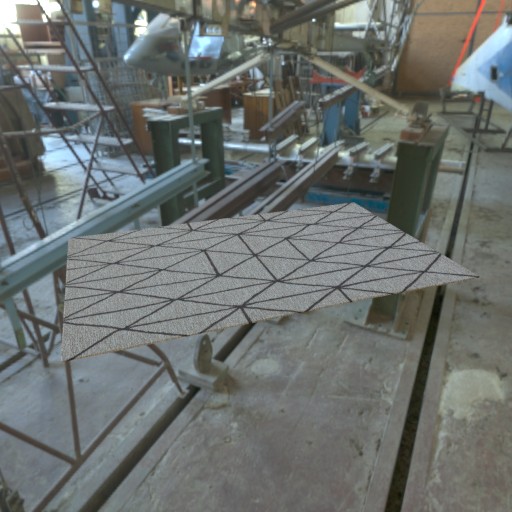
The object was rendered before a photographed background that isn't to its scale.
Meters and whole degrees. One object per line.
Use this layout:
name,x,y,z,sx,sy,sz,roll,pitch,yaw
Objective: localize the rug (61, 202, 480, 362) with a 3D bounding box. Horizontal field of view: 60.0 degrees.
rug,0.000,0.000,3.077,2.465,0.008,1.526,-9,27,-18
